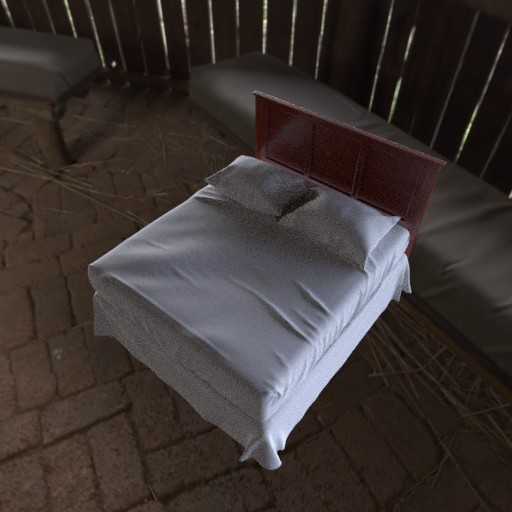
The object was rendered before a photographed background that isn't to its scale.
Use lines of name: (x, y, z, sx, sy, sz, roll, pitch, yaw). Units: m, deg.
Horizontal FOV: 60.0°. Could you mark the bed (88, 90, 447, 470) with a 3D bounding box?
bed: (0.000, 0.000, 3.250, 1.870, 1.270, 2.050, 30, 53, 26)
